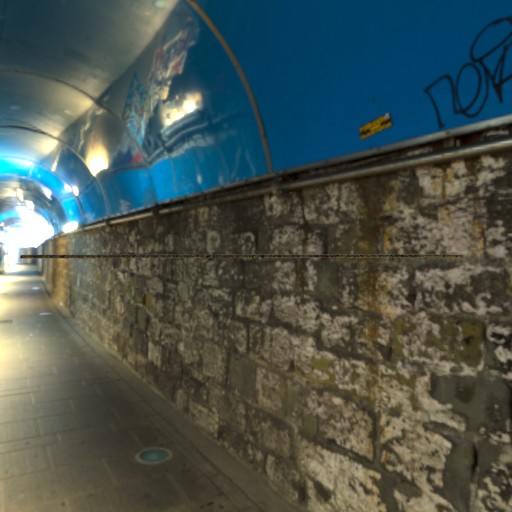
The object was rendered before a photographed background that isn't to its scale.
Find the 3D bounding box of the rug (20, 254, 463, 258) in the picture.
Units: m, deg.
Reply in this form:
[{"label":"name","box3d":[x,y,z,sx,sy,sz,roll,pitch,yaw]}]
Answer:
[{"label":"rug","box3d":[0.000,0.000,2.518,2.292,0.015,0.688,0,0,-18]}]
